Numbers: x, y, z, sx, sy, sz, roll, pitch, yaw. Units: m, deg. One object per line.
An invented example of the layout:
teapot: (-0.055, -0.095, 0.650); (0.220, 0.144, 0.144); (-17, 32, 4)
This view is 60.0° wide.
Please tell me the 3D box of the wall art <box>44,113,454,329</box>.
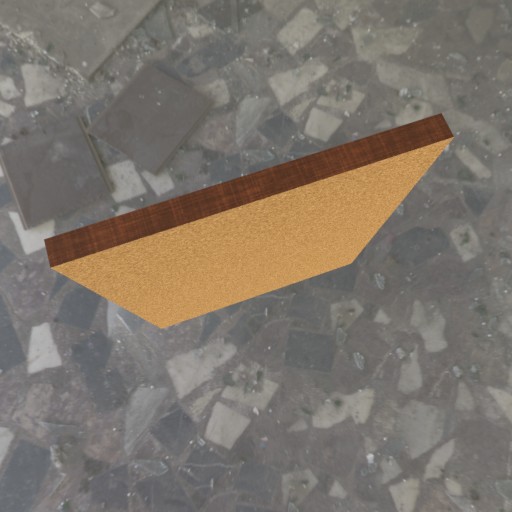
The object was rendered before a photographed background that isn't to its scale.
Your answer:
wall art: (0.000, 0.000, 0.761); (0.467, 0.567, 0.033); (-19, 75, -5)
